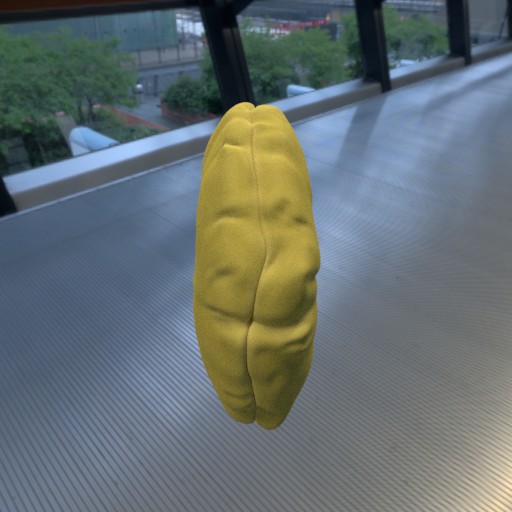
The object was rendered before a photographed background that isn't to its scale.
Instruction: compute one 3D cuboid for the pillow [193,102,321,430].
[{"bbox_3d":[0.000,0.000,0.626,0.148,0.407,0.428,0,33,0],"label":"pillow"}]
